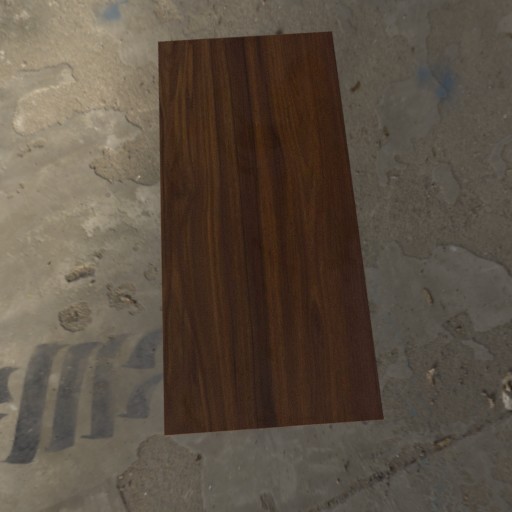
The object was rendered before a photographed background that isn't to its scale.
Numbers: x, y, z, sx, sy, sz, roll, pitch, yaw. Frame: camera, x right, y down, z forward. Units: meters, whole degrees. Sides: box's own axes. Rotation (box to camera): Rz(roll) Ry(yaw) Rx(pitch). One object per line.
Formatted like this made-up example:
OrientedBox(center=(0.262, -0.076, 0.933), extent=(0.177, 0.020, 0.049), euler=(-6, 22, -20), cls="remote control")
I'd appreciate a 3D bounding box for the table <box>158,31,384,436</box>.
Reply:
OrientedBox(center=(0.000, 0.000, 1.215), extent=(0.390, 0.725, 0.802), euler=(-4, 76, -1), cls="table")
